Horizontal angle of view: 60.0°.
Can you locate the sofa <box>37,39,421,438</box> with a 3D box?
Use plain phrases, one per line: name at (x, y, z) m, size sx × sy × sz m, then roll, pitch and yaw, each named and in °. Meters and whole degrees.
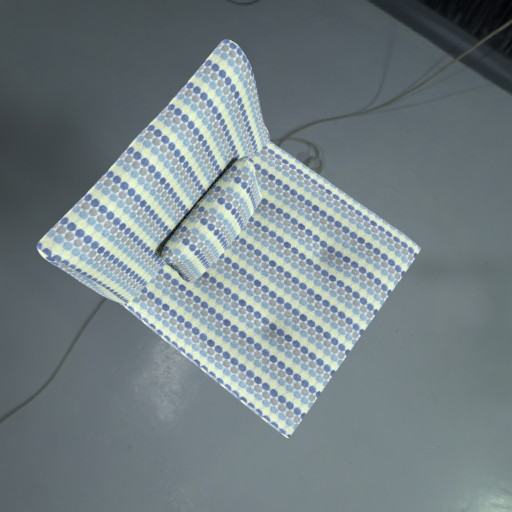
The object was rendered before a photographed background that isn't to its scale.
sofa at (0.000, 0.000, 1.674) m, size 1.000 × 0.830 × 0.930 m, roll 37°, pitch 79°, yaw 8°
